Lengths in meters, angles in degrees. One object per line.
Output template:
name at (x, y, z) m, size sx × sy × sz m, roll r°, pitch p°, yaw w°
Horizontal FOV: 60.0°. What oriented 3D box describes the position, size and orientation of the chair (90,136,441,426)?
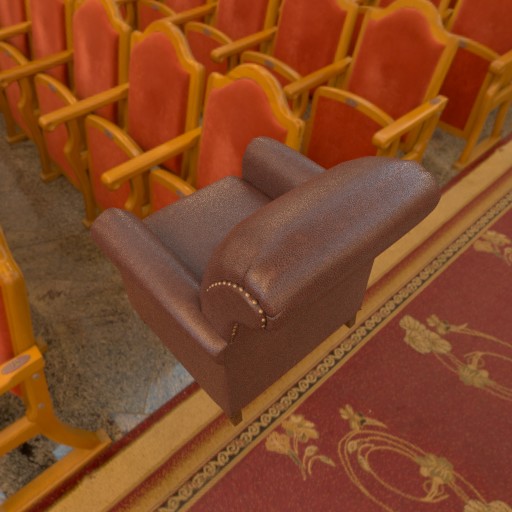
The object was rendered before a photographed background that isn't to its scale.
chair at (0.000, 0.000, 1.599) m, size 0.854 × 0.927 × 0.890 m, roll -33°, pitch 55°, yaw -27°
